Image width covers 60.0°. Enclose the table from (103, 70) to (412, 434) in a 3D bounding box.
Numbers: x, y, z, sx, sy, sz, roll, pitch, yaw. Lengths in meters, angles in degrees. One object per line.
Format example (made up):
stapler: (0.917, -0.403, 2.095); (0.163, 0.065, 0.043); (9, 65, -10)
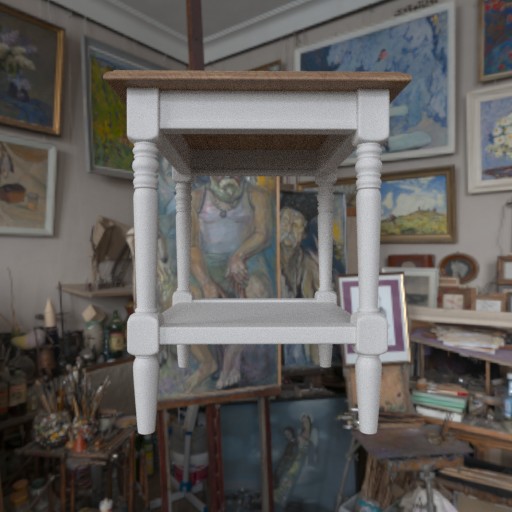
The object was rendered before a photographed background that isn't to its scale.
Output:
table: (0.000, 0.000, 0.911); (0.457, 0.561, 0.508); (0, 0, -1)
